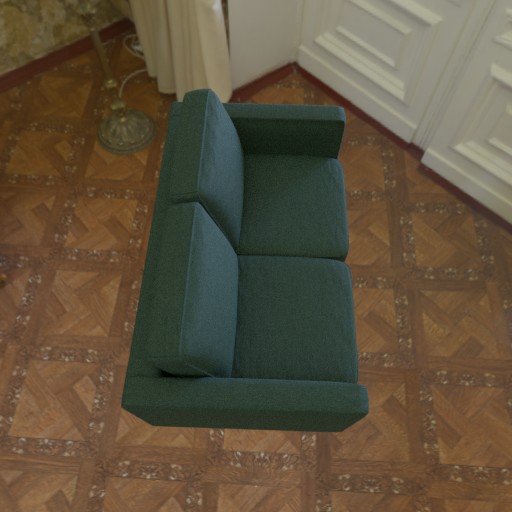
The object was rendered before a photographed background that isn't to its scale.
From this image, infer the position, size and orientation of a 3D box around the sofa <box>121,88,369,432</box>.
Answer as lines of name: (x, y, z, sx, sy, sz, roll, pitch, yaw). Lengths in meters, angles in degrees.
sofa: (0.000, 0.000, 2.030, 0.879, 0.899, 1.430, 2, 63, 1)
